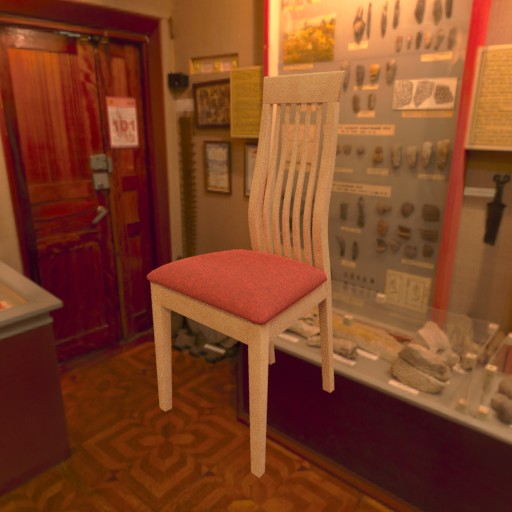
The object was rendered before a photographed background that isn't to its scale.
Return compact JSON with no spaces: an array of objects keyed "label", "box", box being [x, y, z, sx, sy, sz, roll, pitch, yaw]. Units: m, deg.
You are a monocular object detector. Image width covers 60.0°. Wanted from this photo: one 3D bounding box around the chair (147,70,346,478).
[{"label":"chair","box":[0.000,0.000,1.313,0.460,1.027,0.474,15,23,40]}]
